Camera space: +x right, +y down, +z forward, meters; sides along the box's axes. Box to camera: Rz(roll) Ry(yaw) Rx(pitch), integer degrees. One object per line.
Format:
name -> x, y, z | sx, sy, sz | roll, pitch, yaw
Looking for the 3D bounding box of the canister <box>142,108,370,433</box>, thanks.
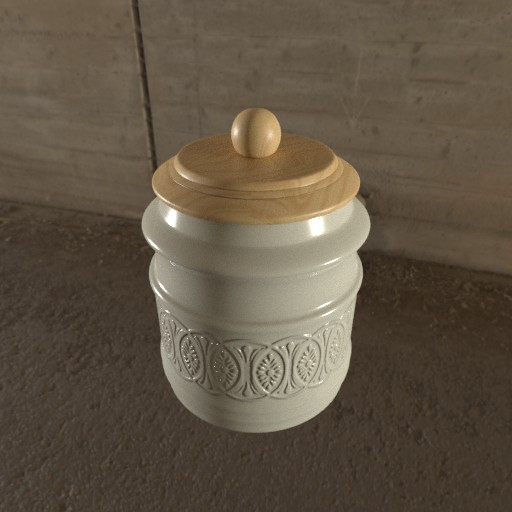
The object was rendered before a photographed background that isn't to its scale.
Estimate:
canister -> 0.000, 0.000, 0.273 | 0.130, 0.176, 0.130 | 0, 32, 0
